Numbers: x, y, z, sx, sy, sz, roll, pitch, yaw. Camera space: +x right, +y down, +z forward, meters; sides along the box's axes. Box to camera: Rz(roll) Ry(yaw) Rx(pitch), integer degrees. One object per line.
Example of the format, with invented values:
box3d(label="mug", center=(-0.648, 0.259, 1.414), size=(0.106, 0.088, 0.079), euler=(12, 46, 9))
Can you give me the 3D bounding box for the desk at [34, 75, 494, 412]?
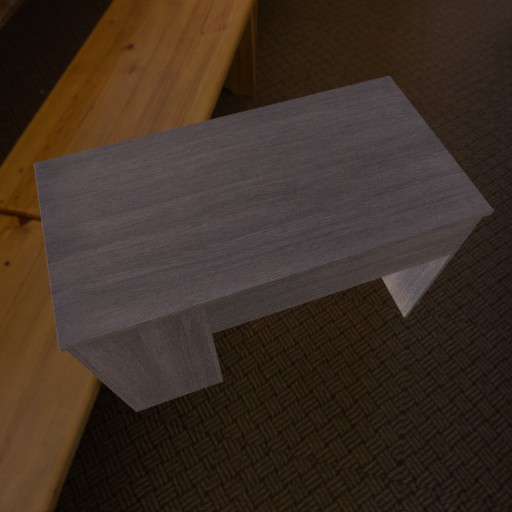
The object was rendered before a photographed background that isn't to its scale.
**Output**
box3d(label="desk", center=(0.000, 0.000, 1.494), size=(1.097, 0.735, 0.560), euler=(-17, 61, -10))
